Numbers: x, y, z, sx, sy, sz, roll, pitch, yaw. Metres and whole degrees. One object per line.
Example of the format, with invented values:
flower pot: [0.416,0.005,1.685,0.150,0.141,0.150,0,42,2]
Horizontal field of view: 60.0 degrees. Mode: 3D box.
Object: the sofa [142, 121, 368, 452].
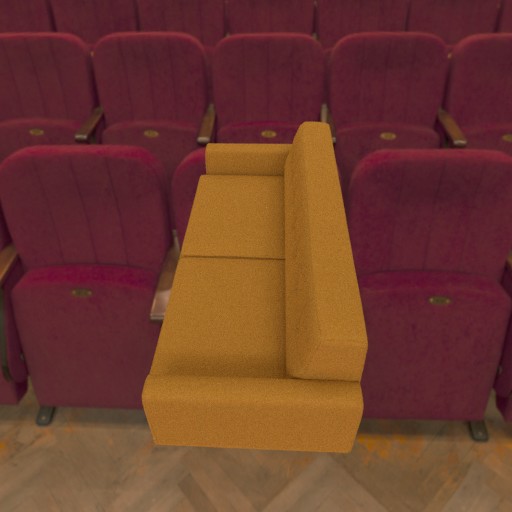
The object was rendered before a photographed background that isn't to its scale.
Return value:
sofa: [0.000,0.000,2.528,0.909,0.841,2.029,2,42,2]
